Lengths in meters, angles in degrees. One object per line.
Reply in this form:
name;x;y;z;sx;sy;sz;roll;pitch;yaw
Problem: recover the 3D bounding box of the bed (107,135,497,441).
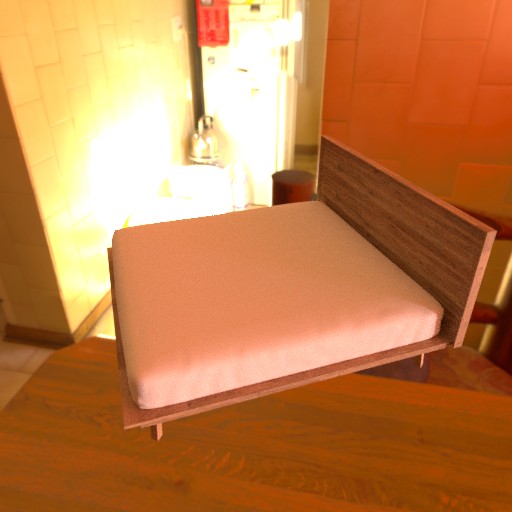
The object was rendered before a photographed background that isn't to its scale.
bed;0.000;0.000;3.342;2.167;1.100;2.116;-10;32;-16
